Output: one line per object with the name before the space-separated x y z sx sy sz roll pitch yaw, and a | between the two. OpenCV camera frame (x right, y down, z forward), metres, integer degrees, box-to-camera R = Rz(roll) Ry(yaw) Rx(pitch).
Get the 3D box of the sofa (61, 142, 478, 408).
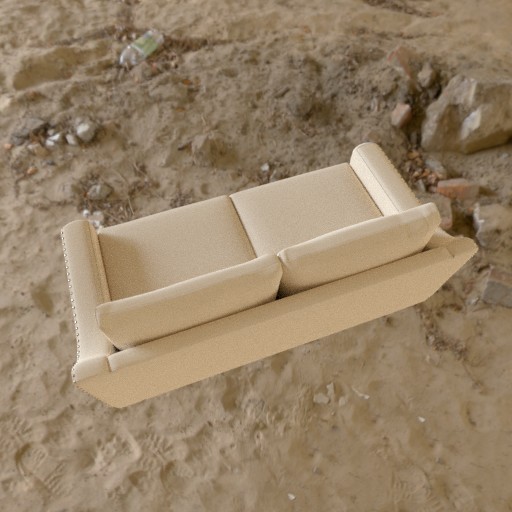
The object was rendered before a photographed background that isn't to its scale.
sofa | 0.000 0.000 2.302 1.812 0.830 0.949 -17 59 -11
